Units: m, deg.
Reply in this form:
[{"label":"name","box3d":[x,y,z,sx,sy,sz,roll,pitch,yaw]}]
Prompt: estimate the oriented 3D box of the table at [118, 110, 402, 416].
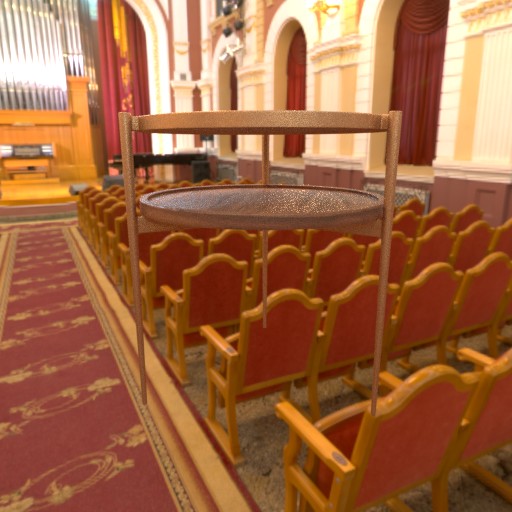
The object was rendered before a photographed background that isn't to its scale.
[{"label":"table","box3d":[0.000,0.000,0.818,0.456,0.493,0.430,-7,16,-25]}]
